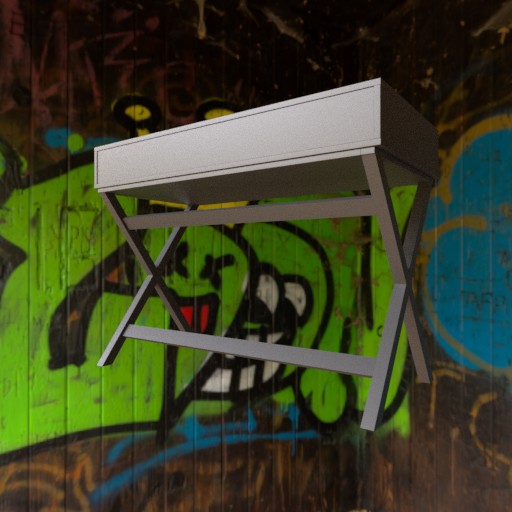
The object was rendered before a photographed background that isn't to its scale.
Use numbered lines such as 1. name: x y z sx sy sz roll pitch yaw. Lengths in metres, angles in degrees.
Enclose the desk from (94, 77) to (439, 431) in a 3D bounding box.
1. desk: 0.000 0.000 1.495 1.057 0.780 0.525 0 0 36
